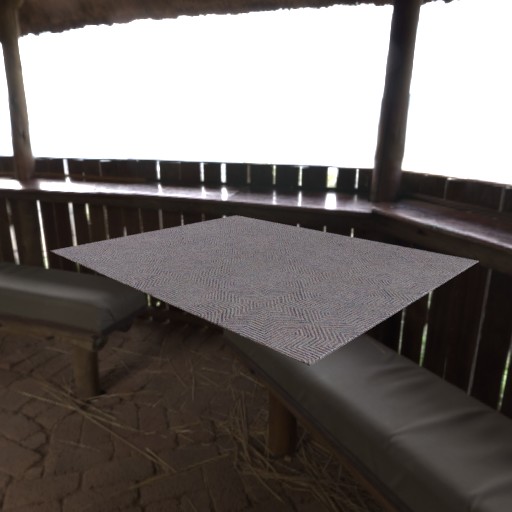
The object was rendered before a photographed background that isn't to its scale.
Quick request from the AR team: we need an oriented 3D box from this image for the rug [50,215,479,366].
[{"bbox_3d":[0.000,0.000,4.025,3.046,0.008,2.442,15,22,41],"label":"rug"}]
